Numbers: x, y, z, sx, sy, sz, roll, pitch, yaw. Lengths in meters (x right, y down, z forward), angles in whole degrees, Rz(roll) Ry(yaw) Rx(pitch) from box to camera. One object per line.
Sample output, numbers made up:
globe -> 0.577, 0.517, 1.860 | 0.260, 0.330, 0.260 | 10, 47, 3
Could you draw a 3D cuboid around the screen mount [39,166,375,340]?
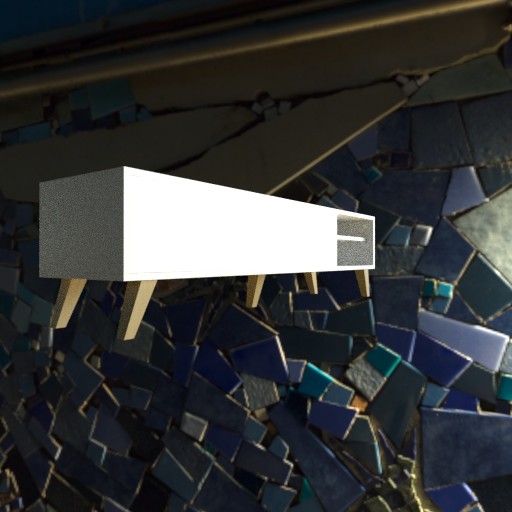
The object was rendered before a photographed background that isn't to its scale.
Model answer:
screen mount -> 0.000, 0.000, 1.868 | 0.399, 0.432, 1.644 | 0, 0, 36
